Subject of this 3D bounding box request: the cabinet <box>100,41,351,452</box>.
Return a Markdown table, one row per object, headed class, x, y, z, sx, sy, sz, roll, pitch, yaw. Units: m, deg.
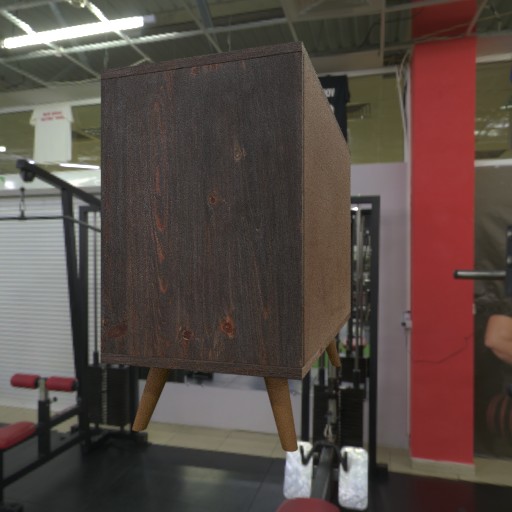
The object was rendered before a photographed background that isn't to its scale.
| class | x | y | z | sx | sy | sz | roll | pitch | yaw |
| --- | --- | --- | --- | --- | --- | --- | --- | --- | --- |
| cabinet | 0.000 | 0.000 | 1.490 | 0.529 | 0.897 | 1.023 | 0 | 0 | 18 |
